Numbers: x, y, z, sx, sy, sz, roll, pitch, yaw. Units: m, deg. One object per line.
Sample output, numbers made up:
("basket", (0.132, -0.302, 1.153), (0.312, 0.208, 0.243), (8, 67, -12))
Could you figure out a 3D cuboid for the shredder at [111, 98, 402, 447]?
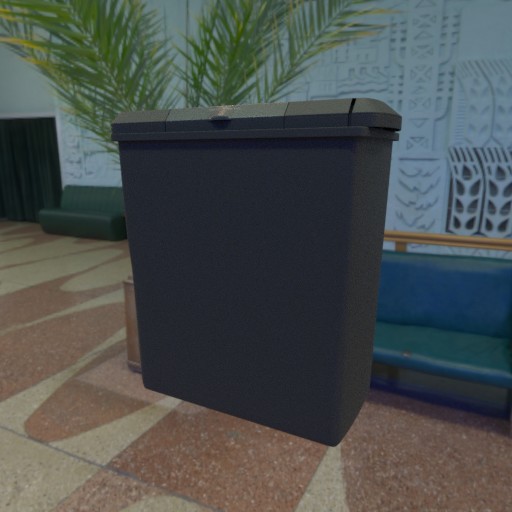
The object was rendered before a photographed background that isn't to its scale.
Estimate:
("shredder", (0.000, 0.000, 0.523), (0.320, 0.335, 0.170), (7, 14, 27))
